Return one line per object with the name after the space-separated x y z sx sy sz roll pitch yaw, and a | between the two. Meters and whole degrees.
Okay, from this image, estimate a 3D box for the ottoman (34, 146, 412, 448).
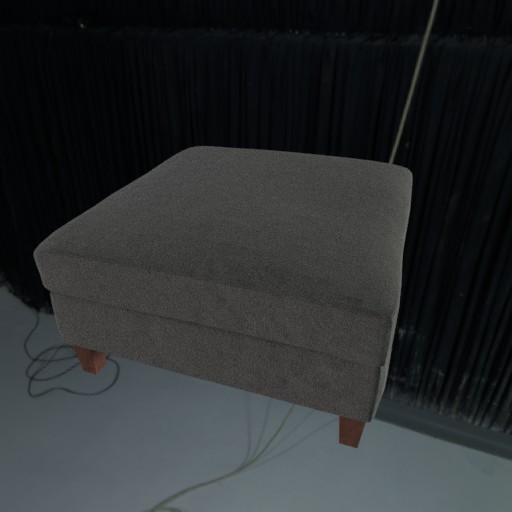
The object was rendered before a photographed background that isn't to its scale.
0.000 0.000 1.377 0.861 0.482 0.881 10 32 16 | ottoman
